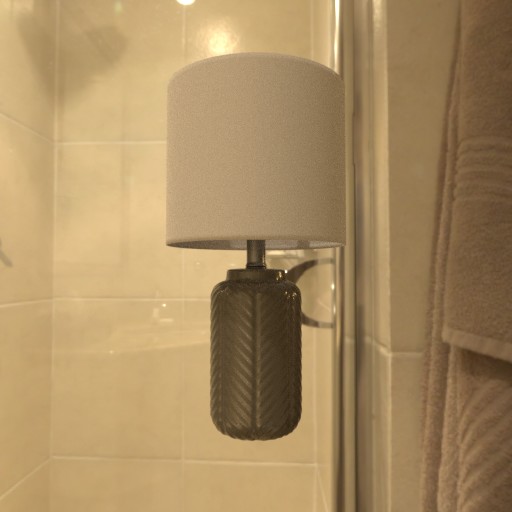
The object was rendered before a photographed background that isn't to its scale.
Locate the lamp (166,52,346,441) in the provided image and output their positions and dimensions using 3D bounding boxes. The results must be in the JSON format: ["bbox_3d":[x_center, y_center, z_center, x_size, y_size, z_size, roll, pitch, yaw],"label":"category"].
[{"bbox_3d":[0.000,0.000,0.508,0.203,0.389,0.203,1,-3,-34],"label":"lamp"}]
